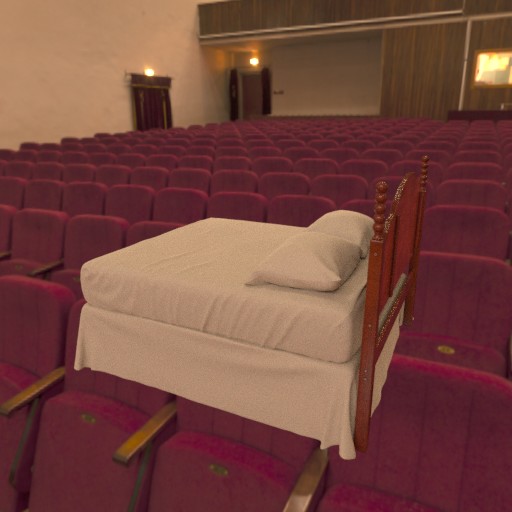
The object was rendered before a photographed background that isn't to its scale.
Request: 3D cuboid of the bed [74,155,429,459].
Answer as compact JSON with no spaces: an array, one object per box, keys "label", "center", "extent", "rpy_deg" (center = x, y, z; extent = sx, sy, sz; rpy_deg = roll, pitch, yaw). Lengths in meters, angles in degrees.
[{"label":"bed","center":[0.000,0.000,3.155],"extent":[2.040,1.356,1.873],"rpy_deg":[8,19,25]}]
